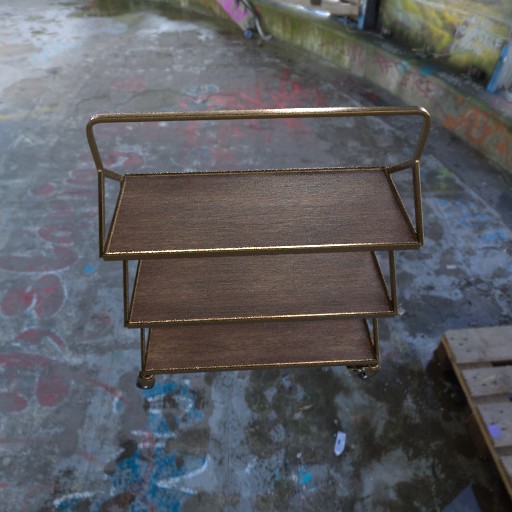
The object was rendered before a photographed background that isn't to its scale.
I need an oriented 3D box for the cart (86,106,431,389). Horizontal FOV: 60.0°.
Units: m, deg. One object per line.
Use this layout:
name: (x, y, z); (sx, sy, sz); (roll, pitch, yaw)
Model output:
cart: (0.000, 0.000, 1.155); (0.723, 0.805, 0.313); (-2, 45, -2)
